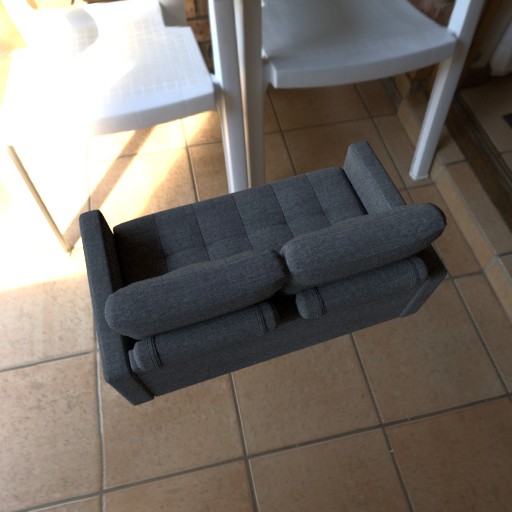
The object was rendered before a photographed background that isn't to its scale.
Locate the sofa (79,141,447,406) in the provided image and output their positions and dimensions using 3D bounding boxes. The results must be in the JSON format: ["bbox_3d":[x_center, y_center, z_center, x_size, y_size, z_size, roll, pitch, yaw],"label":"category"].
[{"bbox_3d":[0.000,0.000,1.977,1.407,0.907,0.842,-16,61,-9],"label":"sofa"}]
